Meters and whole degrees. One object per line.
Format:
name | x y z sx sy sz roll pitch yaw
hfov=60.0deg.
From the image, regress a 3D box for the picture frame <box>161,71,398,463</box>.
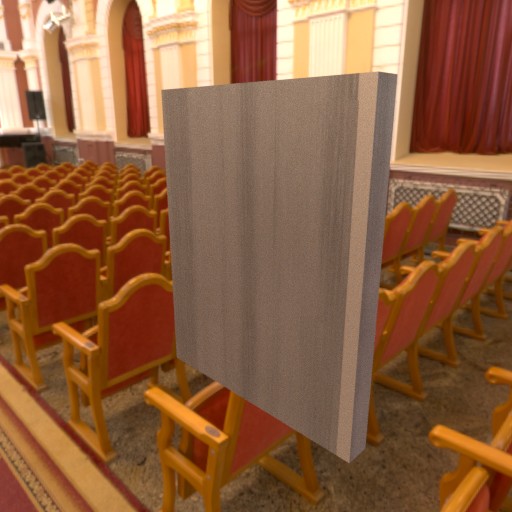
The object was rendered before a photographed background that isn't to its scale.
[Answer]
picture frame | 0.000 0.000 0.764 0.449 0.555 0.046 16 23 43
